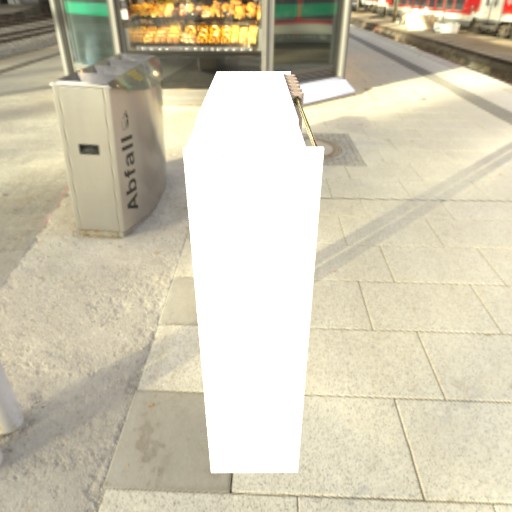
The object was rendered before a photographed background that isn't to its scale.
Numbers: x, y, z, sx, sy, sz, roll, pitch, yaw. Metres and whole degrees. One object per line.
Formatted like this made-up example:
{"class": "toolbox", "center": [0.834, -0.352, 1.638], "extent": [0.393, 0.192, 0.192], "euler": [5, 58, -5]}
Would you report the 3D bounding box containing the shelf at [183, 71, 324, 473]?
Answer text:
{"class": "shelf", "center": [0.000, 0.000, 2.650], "extent": [0.500, 1.820, 1.600], "euler": [0, 31, 0]}
